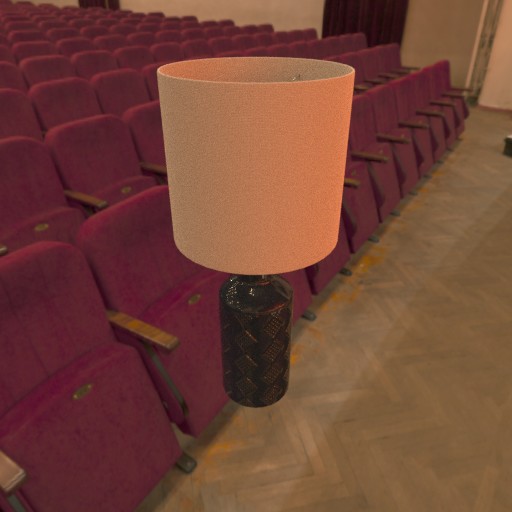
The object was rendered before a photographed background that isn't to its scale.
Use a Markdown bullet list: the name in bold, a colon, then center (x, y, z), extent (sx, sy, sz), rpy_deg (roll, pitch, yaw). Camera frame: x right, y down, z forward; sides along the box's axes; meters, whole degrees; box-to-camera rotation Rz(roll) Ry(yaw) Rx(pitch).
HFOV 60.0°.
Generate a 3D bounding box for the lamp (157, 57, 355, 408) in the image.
- **lamp**: center (0.000, 0.000, 0.585), extent (0.207, 0.461, 0.207), rpy_deg (17, 34, 28)
